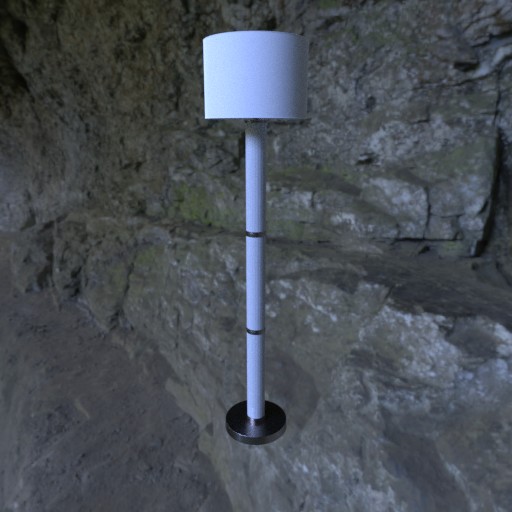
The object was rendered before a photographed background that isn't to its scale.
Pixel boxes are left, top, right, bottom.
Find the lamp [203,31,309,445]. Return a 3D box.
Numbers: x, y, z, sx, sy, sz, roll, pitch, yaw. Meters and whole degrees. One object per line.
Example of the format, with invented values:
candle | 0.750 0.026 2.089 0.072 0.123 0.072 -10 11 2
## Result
lamp | 0.000 0.000 1.798 0.377 1.599 0.377 -3 17 -9
